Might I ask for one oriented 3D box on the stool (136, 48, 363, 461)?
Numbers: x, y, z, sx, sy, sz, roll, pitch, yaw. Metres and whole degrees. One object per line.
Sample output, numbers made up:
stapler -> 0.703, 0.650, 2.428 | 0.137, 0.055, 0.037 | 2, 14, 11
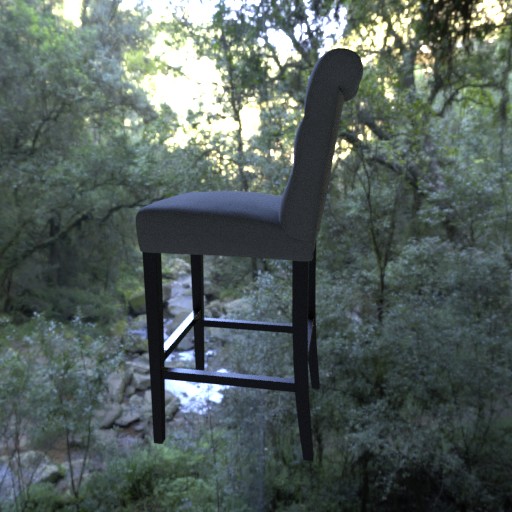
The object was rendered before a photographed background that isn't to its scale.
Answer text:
stool -> 0.000, 0.000, 1.428 | 0.601, 1.140, 0.493 | 3, 14, 10
